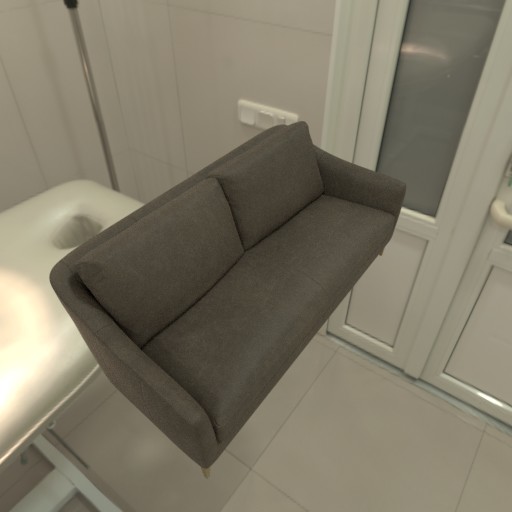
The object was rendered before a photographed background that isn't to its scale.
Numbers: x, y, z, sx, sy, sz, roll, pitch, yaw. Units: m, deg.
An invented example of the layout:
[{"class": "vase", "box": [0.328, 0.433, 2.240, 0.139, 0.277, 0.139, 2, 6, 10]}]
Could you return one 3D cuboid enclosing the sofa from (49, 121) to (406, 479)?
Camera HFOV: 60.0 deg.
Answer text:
[{"class": "sofa", "box": [0.000, 0.000, 2.505, 0.960, 0.902, 2.036, 25, 47, 26]}]
